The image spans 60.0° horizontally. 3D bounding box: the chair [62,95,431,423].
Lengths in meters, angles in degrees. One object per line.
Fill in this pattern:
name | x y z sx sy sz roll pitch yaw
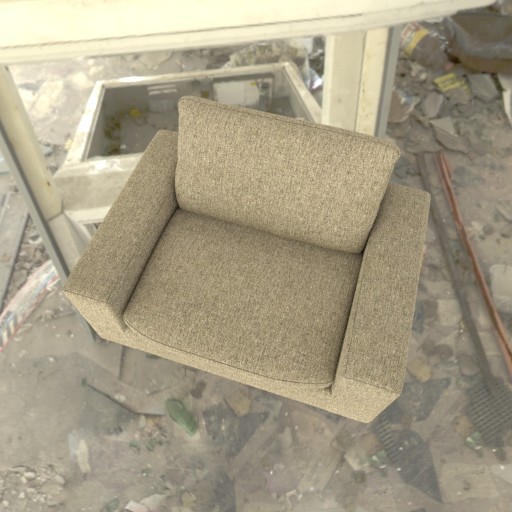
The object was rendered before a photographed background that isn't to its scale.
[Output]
chair | 0.000 0.000 2.011 1.398 0.915 1.039 15 60 9
